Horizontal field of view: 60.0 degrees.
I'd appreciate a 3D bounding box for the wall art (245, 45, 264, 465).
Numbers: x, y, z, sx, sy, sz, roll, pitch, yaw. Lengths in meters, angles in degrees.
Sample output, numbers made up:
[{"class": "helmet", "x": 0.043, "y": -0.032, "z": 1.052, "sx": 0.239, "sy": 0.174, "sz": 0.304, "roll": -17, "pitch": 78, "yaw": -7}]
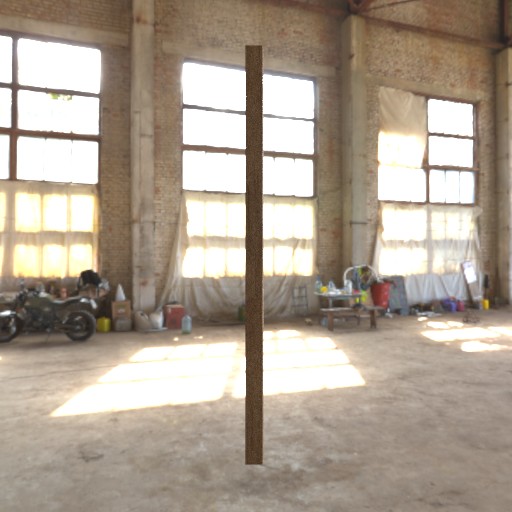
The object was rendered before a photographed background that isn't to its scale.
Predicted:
[{"class": "wall art", "x": 0.000, "y": 0.000, "z": 0.966, "sx": 0.026, "sy": 0.588, "sz": 0.690, "roll": 0, "pitch": 0, "yaw": 0}]
